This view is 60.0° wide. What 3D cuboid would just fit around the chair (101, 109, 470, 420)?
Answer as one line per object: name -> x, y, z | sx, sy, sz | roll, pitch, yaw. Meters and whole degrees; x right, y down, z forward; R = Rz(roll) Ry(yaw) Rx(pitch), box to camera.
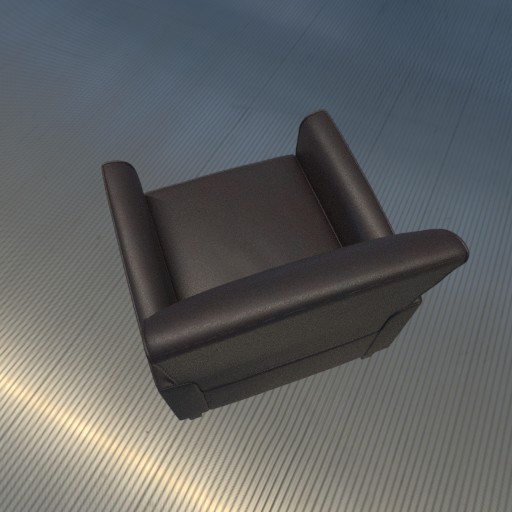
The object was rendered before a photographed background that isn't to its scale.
chair -> 0.000, 0.000, 1.491 | 0.820, 0.916, 0.819 | -17, 60, -10
